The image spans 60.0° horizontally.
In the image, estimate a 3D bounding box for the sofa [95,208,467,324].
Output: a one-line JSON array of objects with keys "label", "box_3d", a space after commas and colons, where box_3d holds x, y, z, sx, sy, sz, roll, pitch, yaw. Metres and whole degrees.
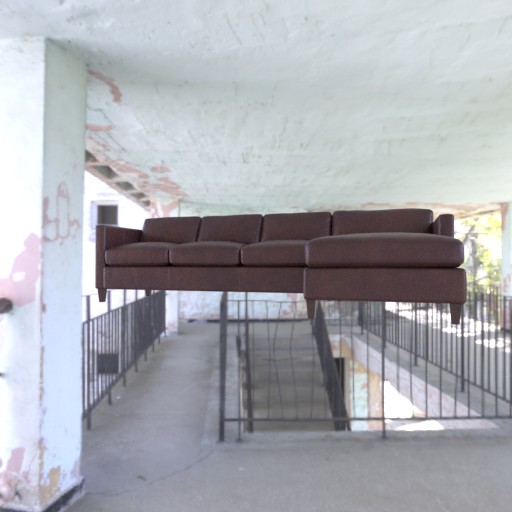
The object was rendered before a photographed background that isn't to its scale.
[{"label": "sofa", "box_3d": [0.000, 0.000, 3.919, 3.203, 0.883, 1.581, 0, -1, 18]}]
